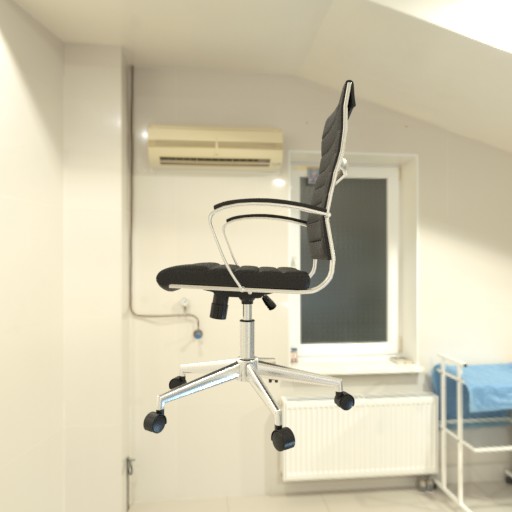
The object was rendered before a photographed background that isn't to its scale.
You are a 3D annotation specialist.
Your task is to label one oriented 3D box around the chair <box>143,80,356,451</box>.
[{"bbox_3d":[0.000,0.000,1.662,0.739,1.149,0.766,0,0,0],"label":"chair"}]
